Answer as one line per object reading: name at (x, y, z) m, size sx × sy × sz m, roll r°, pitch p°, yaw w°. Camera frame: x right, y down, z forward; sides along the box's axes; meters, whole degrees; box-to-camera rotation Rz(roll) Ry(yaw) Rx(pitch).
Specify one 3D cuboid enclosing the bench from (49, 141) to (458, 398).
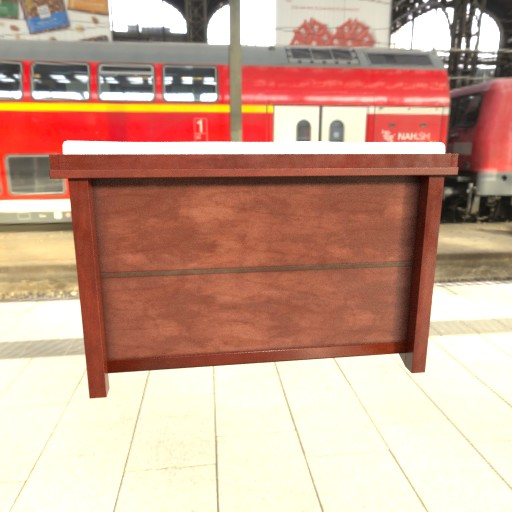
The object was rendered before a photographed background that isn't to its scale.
bench at (0.000, 0.000, 1.297) m, size 0.987 × 0.646 × 0.369 m, roll -2°, pitch 14°, yaw -8°
